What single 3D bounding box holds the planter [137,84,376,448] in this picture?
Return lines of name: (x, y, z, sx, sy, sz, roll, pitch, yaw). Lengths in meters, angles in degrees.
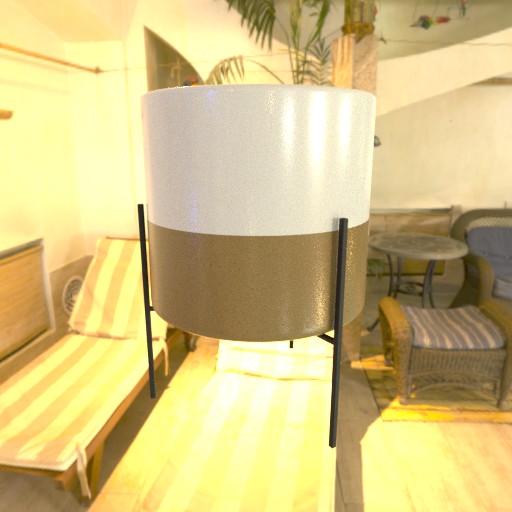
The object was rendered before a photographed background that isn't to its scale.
planter: (0.000, 0.000, 0.638, 0.310, 0.432, 0.310, 2, 15, 8)
